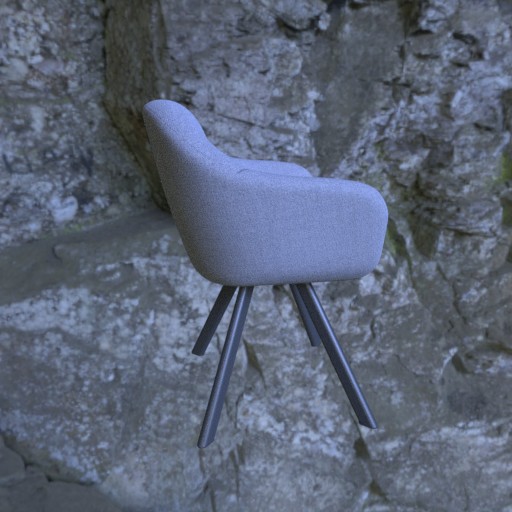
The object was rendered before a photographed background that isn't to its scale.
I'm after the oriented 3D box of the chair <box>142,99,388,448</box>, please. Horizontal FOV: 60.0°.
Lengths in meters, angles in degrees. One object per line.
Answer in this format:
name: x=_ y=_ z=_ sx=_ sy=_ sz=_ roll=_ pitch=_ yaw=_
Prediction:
chair: x=0.000 y=0.000 z=1.202 sx=0.550 sy=0.795 sz=0.590 roll=-3 pitch=16 yaw=-9
